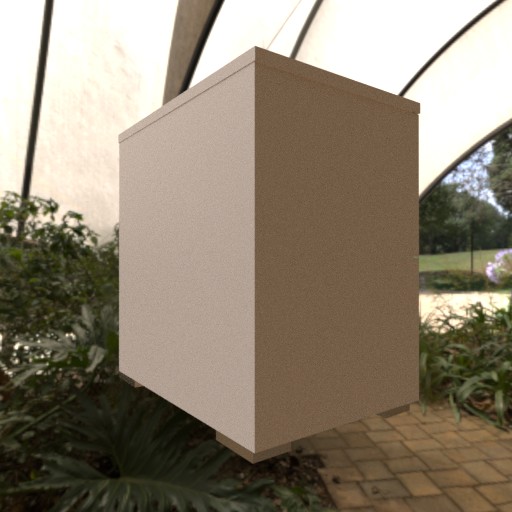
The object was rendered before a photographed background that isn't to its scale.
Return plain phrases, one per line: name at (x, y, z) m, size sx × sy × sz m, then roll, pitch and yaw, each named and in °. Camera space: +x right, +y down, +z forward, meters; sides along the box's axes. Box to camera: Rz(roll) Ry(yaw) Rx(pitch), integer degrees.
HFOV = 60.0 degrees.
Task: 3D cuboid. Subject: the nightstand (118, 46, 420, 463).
nightstand at (0.000, 0.000, 0.760) m, size 0.325 × 0.460 × 0.441 m, roll 0°, pitch 0°, yaw -36°
